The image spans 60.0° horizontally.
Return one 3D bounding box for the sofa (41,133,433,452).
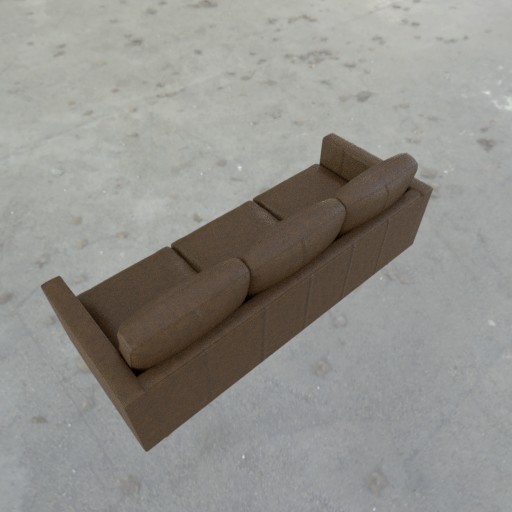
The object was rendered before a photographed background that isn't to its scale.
[{"bbox_3d":[0.000,0.000,2.724,2.231,0.930,0.903,-32,55,-27],"label":"sofa"}]
